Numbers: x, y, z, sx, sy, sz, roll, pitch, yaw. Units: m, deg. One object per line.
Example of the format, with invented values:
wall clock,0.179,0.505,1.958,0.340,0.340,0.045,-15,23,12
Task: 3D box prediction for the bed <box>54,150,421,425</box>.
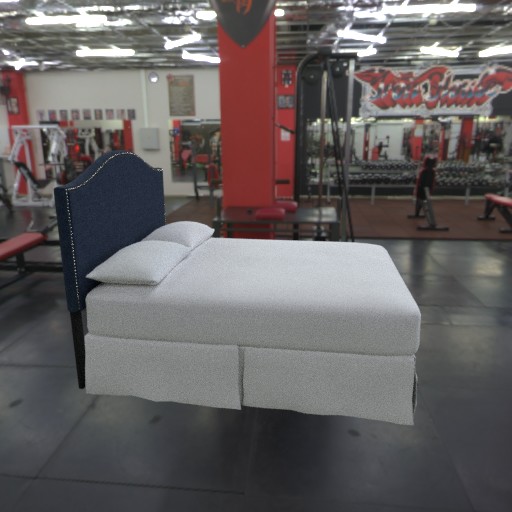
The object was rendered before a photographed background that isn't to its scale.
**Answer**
bed,0.000,0.000,3.291,2.153,1.518,1.725,2,15,8
